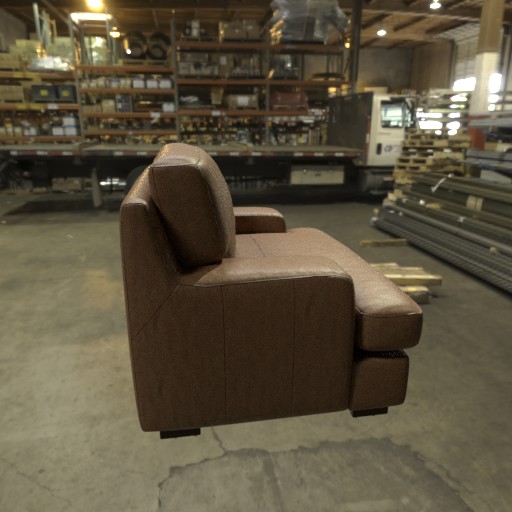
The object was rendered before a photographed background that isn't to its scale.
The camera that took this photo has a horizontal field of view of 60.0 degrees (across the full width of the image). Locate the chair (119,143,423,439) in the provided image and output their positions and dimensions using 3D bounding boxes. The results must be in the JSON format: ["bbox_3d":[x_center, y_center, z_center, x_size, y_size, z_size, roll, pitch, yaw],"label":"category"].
[{"bbox_3d":[0.000,0.000,2.025,1.050,0.978,1.276,-3,17,-9],"label":"chair"}]
